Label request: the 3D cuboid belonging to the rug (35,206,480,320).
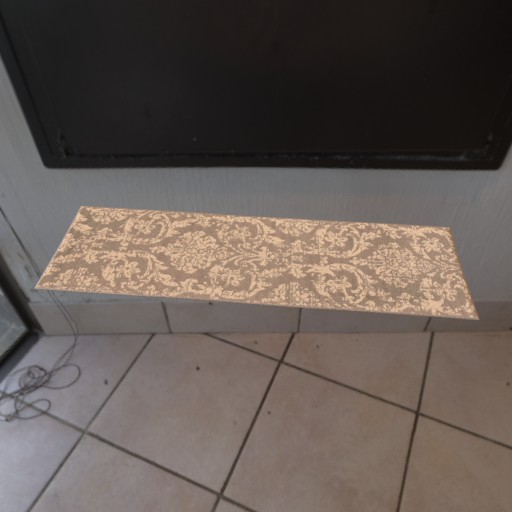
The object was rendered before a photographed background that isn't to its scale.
[{"bbox_3d":[0.000,0.000,2.406,2.196,0.011,0.662,4,46,4],"label":"rug"}]
